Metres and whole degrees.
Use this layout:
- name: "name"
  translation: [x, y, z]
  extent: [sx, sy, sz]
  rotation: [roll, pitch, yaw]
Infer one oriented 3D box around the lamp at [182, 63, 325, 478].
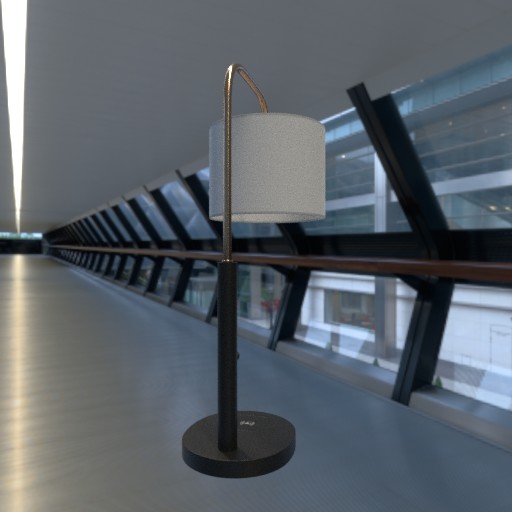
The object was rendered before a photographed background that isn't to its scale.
- name: "lamp"
  translation: [0.000, 0.000, 0.702]
  extent: [0.199, 0.540, 0.337]
  rotation: [0, 0, 16]
